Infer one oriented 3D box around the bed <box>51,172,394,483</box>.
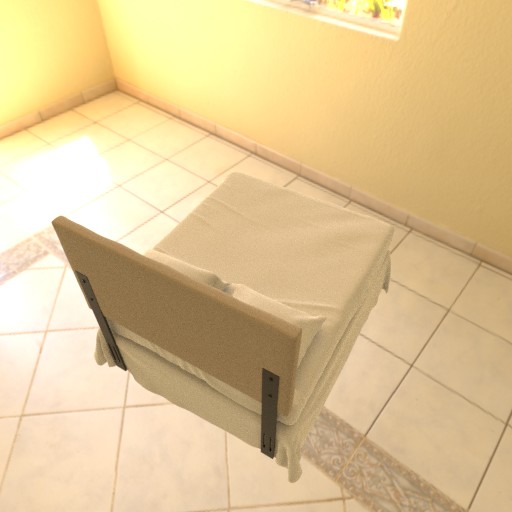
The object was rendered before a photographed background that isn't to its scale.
[{"bbox_3d":[0.000,0.000,3.493,1.936,1.577,2.222,23,50,21],"label":"bed"}]
